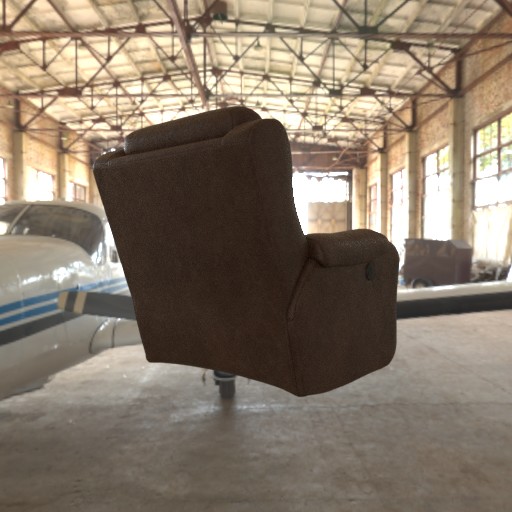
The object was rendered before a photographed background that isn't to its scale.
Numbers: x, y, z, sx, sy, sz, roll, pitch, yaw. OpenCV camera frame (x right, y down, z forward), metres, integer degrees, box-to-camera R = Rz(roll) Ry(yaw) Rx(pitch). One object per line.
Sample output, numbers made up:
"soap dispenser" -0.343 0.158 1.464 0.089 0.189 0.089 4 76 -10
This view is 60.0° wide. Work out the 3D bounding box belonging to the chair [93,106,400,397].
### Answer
"chair" 0.000 0.000 1.882 0.940 0.990 1.067 1 1 36
